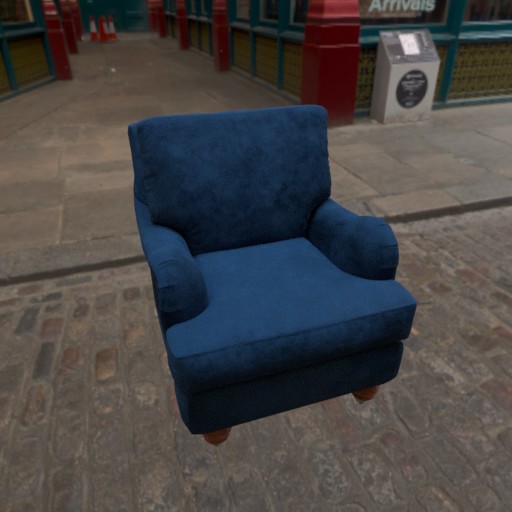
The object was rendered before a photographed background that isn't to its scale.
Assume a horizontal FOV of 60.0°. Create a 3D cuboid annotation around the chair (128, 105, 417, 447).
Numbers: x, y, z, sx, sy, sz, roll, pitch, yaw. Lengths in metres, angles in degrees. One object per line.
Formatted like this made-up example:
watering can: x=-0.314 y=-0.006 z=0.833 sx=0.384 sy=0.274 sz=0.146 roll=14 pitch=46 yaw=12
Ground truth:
chair: x=0.000 y=0.000 z=1.846 sx=0.895 sy=1.076 sz=1.078 roll=-10 pitch=32 yaw=-16
